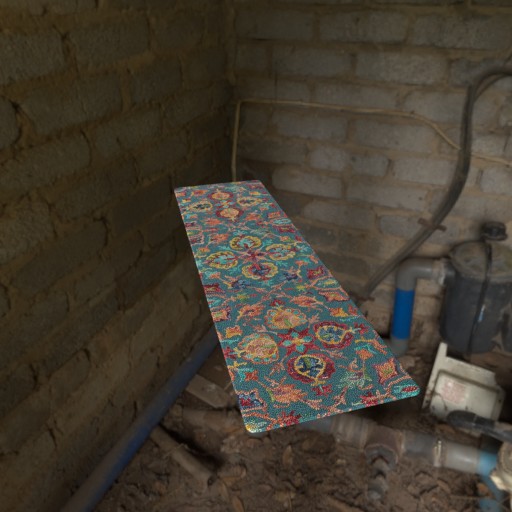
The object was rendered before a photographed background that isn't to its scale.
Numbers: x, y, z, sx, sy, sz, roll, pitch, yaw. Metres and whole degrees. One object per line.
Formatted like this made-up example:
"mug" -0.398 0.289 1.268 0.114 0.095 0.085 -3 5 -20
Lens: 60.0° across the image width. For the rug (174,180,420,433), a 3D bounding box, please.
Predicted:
"rug" 0.000 0.000 2.546 0.686 0.013 2.286 -8 32 -13
